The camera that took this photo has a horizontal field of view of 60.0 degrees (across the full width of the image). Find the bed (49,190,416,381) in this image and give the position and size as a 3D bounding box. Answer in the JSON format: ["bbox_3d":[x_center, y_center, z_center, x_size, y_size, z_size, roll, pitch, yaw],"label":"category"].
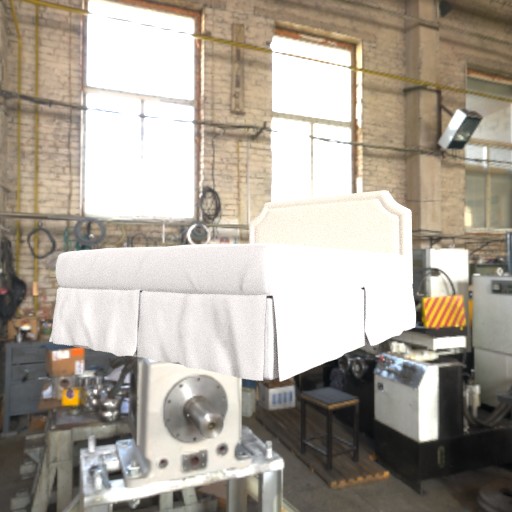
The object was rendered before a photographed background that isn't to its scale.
[{"bbox_3d":[0.000,0.000,3.626,1.977,1.293,2.498,-1,-2,35],"label":"bed"}]
